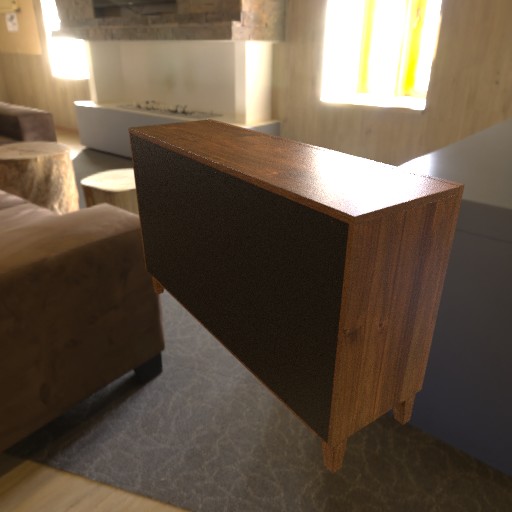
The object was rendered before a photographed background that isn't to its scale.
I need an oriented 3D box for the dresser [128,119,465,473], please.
[{"bbox_3d":[0.000,0.000,1.814,0.446,0.873,1.400,-17,31,-31],"label":"dresser"}]
